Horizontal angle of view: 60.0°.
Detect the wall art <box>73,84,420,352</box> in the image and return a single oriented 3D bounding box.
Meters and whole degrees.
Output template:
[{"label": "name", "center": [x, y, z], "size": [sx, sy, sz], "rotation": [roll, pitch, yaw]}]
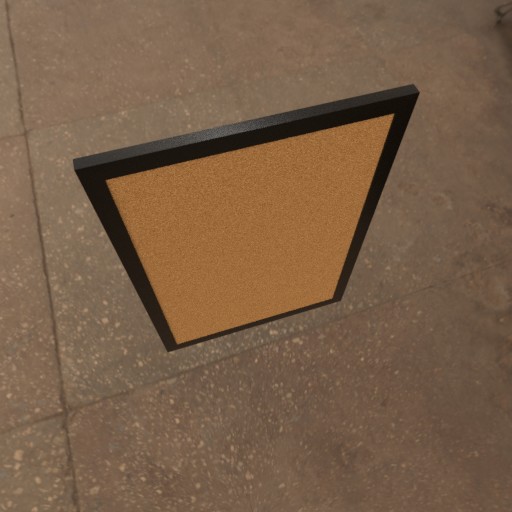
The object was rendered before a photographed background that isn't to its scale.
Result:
[{"label": "wall art", "center": [0.000, 0.000, 0.850], "size": [0.462, 0.656, 0.019], "rotation": [-15, 60, -9]}]
